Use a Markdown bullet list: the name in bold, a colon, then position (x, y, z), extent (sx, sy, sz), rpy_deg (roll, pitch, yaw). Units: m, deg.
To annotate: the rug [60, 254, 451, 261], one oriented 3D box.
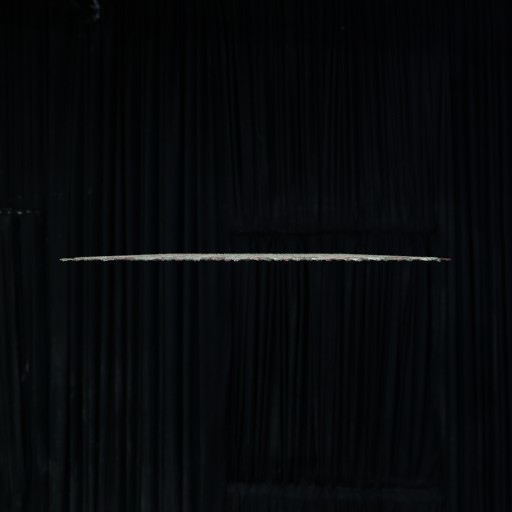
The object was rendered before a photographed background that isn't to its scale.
- **rug**: position (0.000, 0.000, 2.243), extent (1.219, 0.010, 1.829), rpy_deg (0, 1, 0)
